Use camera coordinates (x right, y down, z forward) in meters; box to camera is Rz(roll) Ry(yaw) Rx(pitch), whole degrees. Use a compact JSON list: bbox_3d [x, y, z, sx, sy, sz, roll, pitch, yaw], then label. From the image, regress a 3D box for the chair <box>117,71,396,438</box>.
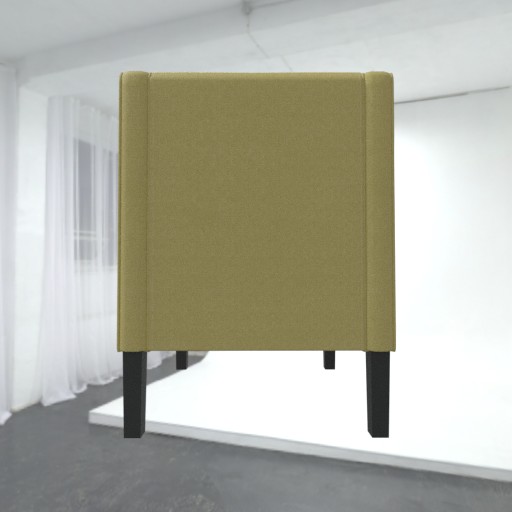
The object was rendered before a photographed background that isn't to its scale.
[{"bbox_3d":[0.000,0.000,1.465,0.696,0.896,0.814,0,-1,0],"label":"chair"}]
